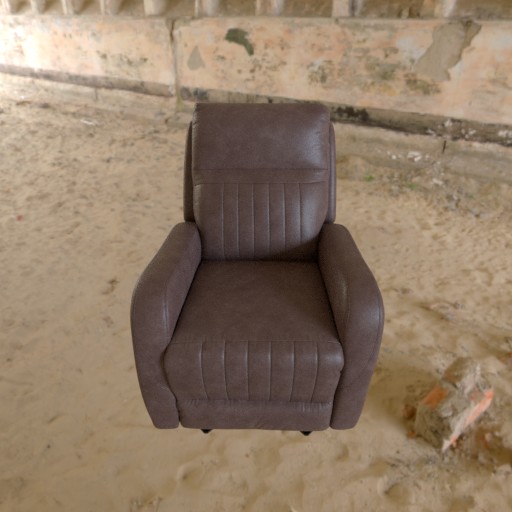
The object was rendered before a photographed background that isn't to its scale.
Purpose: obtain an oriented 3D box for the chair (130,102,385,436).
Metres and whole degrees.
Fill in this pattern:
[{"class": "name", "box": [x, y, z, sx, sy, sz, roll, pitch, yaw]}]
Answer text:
[{"class": "chair", "box": [0.000, 0.000, 1.837, 0.865, 1.067, 1.067, 1, 30, 1]}]
